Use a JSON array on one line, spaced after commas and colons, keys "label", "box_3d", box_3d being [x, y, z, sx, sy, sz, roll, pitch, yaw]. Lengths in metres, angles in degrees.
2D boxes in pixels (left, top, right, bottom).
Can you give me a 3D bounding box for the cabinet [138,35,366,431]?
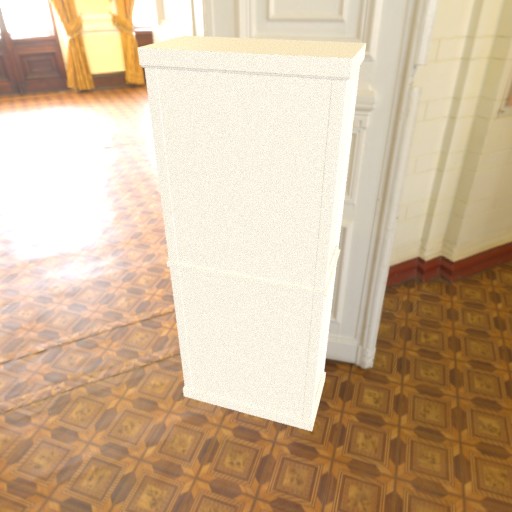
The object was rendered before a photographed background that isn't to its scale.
[{"label": "cabinet", "box_3d": [0.000, 0.000, 2.112, 0.754, 1.829, 0.390, 10, 34, 15]}]
